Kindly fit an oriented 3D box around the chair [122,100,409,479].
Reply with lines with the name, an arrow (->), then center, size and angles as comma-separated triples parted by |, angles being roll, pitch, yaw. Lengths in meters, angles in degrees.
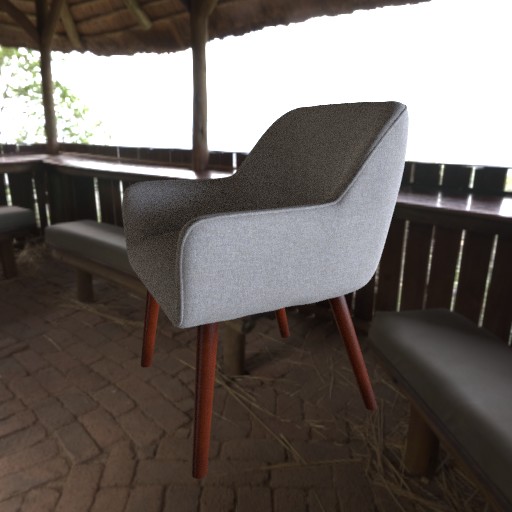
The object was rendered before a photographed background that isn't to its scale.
chair -> 0.000, 0.000, 1.226 | 0.610, 0.813, 0.610 | -8, 18, -25
